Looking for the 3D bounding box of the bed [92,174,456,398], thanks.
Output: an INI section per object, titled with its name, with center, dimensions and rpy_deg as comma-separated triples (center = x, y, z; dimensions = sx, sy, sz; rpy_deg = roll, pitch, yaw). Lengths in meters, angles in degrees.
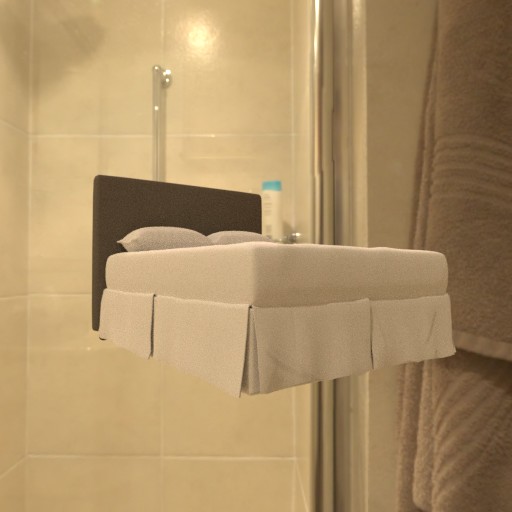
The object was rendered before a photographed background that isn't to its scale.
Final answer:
[bed]
center = 0.000, 0.000, 3.208
dimensions = 1.723, 1.330, 2.142
rpy_deg = 1, -2, -37
